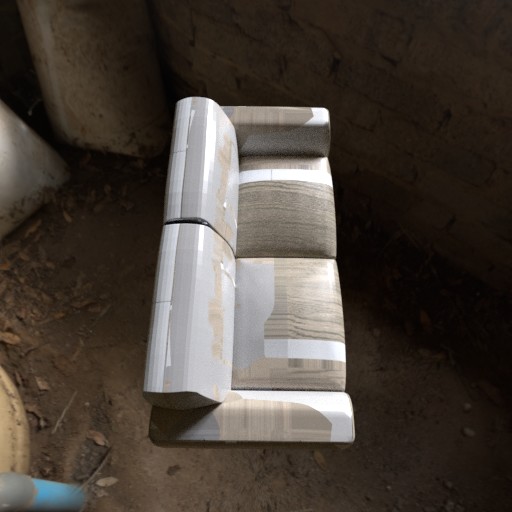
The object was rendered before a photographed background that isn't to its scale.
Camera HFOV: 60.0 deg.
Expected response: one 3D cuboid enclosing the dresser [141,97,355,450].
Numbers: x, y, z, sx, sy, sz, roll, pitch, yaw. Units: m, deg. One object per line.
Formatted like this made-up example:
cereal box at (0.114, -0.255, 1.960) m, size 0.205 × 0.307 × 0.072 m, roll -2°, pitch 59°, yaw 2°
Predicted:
dresser at (0.000, 0.000, 5.864) m, size 2.251 × 1.863 × 4.679 m, roll 1°, pitch 64°, yaw 0°
